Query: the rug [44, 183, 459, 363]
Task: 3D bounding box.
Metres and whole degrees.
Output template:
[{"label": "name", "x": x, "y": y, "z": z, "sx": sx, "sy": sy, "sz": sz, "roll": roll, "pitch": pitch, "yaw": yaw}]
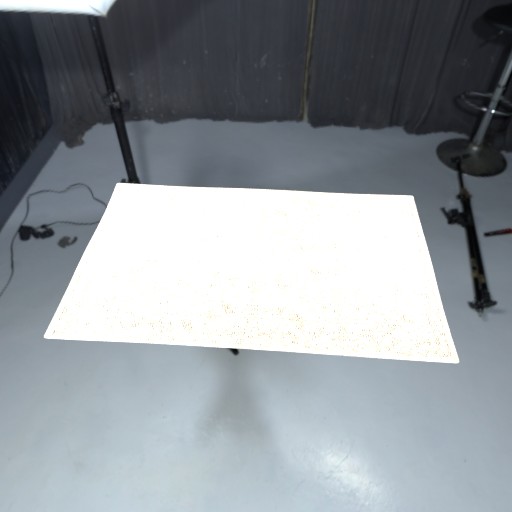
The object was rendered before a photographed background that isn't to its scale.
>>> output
[{"label": "rug", "x": 0.000, "y": 0.000, "z": 3.109, "sx": 2.435, "sy": 0.012, "sz": 1.529, "roll": 3, "pitch": 46, "yaw": 3}]
